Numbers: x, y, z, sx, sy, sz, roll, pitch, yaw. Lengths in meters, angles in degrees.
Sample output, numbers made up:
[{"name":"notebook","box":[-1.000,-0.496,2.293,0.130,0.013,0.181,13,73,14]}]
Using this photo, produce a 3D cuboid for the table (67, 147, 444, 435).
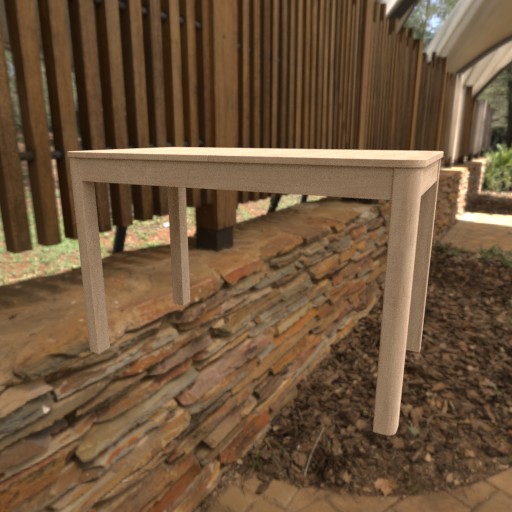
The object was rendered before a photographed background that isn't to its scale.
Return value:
[{"name":"table","box":[0.000,0.000,1.959,1.400,0.900,0.750,7,17,25]}]
